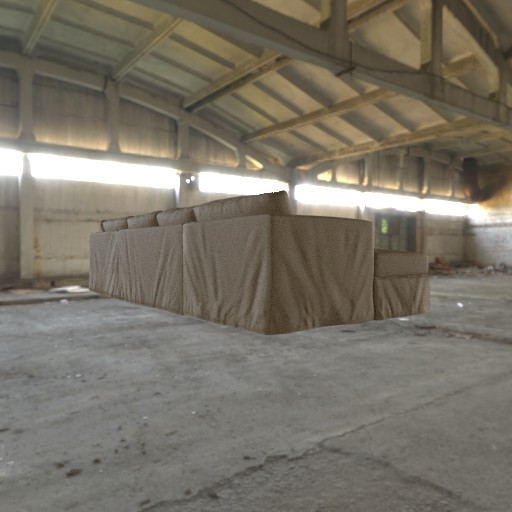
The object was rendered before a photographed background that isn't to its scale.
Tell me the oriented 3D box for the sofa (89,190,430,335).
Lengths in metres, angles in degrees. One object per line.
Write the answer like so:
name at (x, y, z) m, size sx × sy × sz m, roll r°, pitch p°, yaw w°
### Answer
sofa at (0.000, 0.000, 4.634) m, size 2.476 × 0.878 × 3.528 m, roll -1°, pitch 1°, yaw -37°
